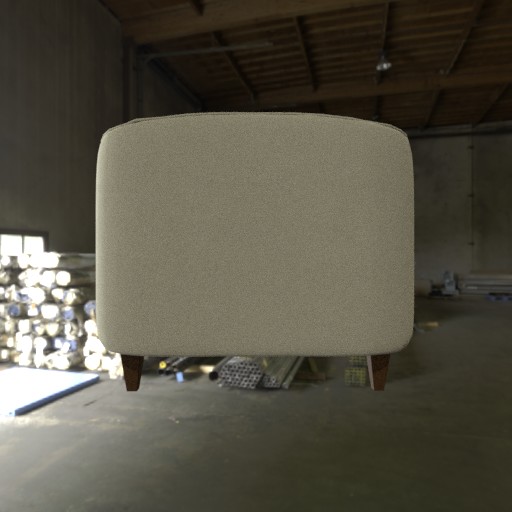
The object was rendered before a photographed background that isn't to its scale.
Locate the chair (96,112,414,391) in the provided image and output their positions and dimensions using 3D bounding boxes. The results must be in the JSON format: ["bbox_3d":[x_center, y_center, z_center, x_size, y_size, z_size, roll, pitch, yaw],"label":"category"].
[{"bbox_3d":[0.000,0.000,1.766,1.104,0.852,0.941,0,0,-1],"label":"chair"}]
